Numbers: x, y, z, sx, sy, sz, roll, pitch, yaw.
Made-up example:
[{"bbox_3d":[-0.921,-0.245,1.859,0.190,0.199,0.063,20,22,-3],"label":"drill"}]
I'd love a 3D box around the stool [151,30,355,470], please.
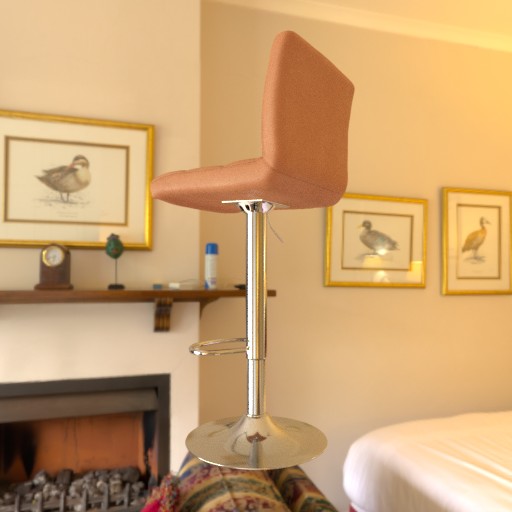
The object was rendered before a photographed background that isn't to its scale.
[{"bbox_3d":[0.000,0.000,1.362,0.505,1.115,0.430,-2,-3,35],"label":"stool"}]
